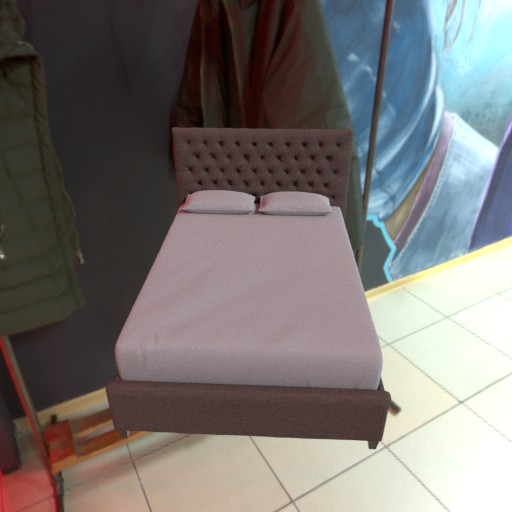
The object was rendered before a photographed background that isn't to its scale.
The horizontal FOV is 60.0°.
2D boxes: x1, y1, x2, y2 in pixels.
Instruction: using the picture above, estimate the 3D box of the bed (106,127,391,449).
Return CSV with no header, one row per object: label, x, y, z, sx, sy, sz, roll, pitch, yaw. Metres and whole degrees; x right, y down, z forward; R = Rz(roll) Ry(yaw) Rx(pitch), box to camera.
bed,0.000,0.000,3.471,1.698,1.427,2.387,1,30,2
